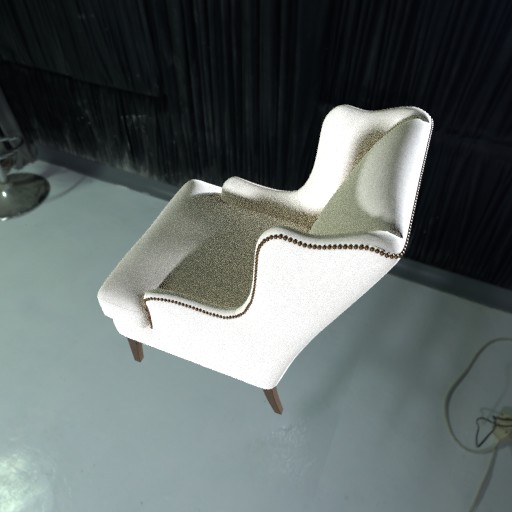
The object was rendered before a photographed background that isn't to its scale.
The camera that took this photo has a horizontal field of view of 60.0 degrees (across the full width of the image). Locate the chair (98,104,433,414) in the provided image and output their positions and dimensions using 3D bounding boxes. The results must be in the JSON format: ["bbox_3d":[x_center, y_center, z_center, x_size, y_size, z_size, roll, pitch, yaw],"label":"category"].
[{"bbox_3d":[0.000,0.000,1.630,0.940,1.029,0.737,16,48,14],"label":"chair"}]
